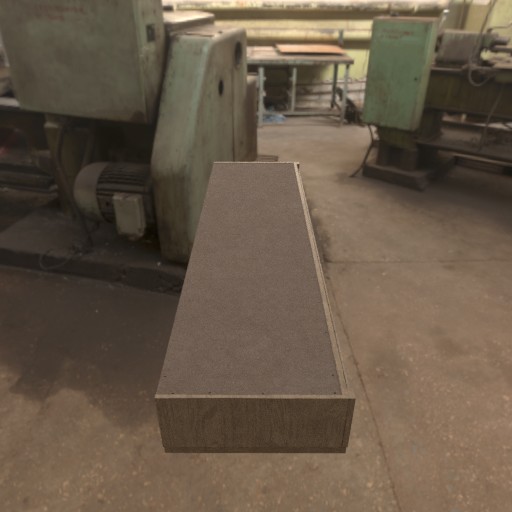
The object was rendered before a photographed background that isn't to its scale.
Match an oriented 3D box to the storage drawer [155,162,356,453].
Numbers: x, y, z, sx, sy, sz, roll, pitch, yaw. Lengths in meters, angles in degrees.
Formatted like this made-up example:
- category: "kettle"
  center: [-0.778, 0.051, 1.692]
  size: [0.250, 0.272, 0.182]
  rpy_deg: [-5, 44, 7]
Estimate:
- category: "storage drawer"
  center: [0.000, 0.000, 2.258]
  size: [0.591, 0.274, 2.072]
  rpy_deg: [0, 31, 0]
